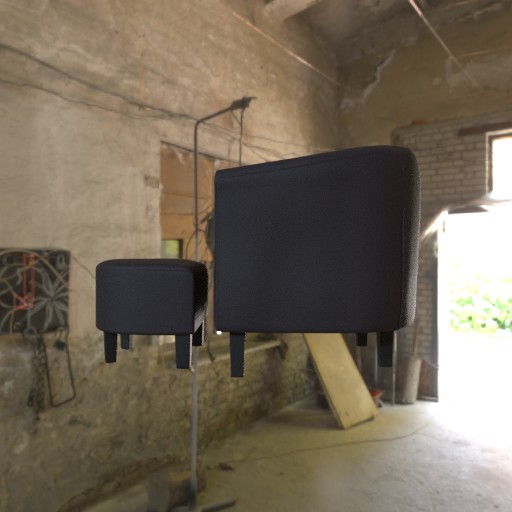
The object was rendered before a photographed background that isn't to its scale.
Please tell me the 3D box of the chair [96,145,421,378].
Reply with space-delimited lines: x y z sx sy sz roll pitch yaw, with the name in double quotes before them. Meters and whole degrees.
"chair" 0.000 0.000 1.686 1.191 0.760 0.763 0 0 -1
